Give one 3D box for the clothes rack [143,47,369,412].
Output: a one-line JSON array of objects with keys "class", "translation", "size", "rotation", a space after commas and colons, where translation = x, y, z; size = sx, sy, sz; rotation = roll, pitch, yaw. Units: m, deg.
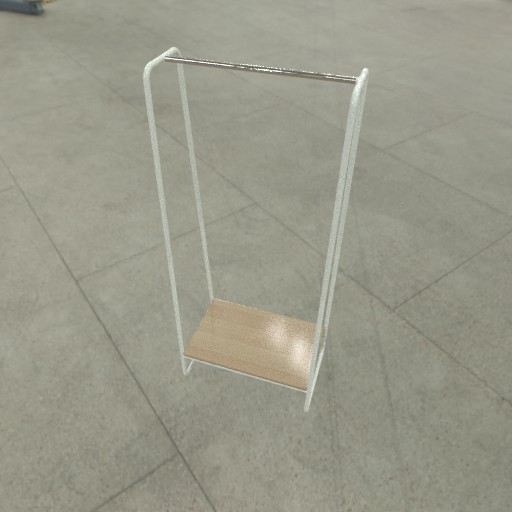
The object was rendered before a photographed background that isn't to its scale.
[{"class": "clothes rack", "translation": [0.000, 0.000, 1.804], "size": [0.640, 1.500, 0.400], "rotation": [12, 43, 14]}]
